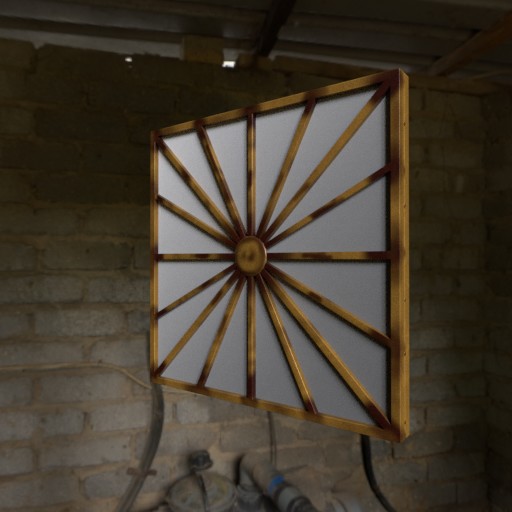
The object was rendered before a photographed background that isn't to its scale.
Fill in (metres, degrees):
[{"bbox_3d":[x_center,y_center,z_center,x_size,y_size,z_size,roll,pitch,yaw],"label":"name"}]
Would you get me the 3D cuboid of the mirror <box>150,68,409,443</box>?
[{"bbox_3d":[0.000,0.000,0.762,0.509,0.507,0.042,0,-1,36],"label":"mirror"}]
